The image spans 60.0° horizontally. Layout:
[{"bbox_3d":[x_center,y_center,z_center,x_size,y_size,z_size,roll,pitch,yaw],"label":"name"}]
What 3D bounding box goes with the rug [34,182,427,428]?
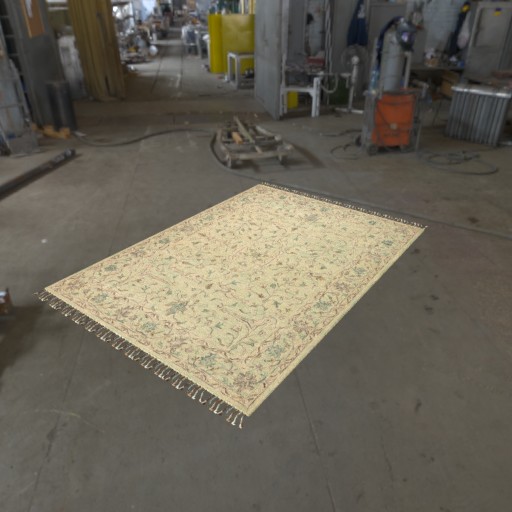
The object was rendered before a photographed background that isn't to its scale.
[{"bbox_3d":[0.000,0.000,2.347,1.247,0.008,1.802,21,36,31],"label":"rug"}]
